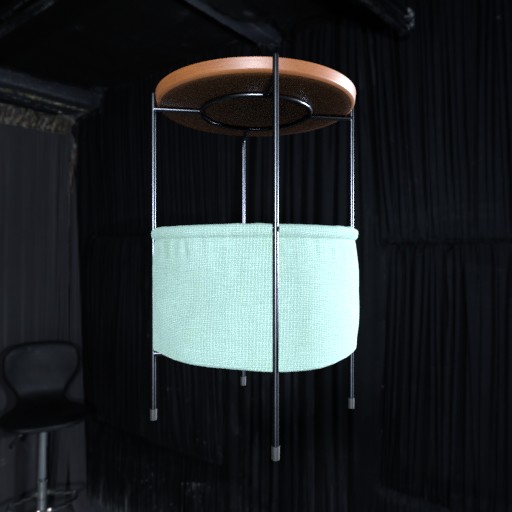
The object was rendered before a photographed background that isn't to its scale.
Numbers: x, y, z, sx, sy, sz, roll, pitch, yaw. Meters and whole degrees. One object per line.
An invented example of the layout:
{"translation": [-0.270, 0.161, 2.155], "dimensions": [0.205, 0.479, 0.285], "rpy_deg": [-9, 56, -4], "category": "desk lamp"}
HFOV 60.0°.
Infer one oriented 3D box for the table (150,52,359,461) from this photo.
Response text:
{"translation": [0.000, 0.000, 0.876], "dimensions": [0.400, 0.623, 0.400], "rpy_deg": [0, 0, 36], "category": "table"}
